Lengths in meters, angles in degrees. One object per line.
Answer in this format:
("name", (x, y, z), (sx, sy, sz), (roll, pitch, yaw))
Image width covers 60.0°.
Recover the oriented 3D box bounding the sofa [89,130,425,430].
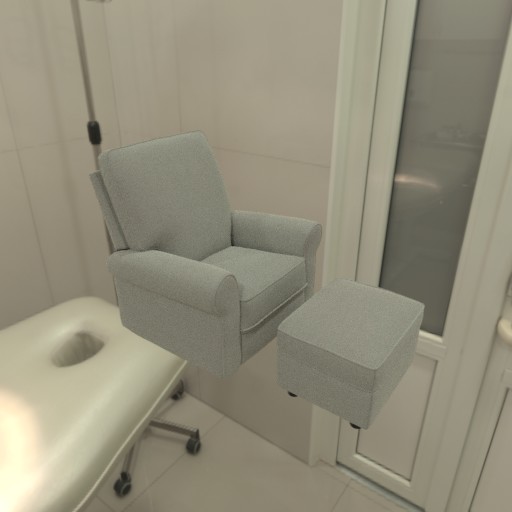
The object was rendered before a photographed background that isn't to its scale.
("sofa", (0.000, 0.000, 2.085), (1.478, 0.959, 0.880), (18, 31, 32))
